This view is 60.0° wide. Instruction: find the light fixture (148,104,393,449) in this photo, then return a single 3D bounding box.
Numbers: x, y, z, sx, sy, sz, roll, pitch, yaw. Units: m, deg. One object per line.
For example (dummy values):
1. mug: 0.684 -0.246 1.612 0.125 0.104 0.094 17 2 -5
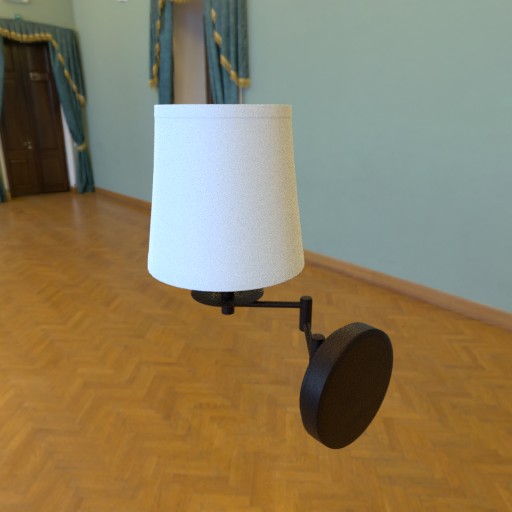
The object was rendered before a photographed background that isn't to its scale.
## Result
1. light fixture: 0.000 0.000 0.266 0.100 0.172 0.157 -16 24 -40
